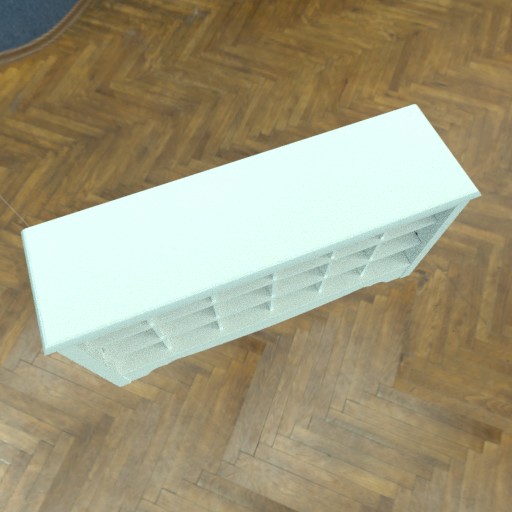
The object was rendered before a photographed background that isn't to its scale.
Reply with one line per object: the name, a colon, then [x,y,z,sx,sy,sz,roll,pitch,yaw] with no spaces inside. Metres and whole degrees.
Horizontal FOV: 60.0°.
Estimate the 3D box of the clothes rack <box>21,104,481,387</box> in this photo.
clothes rack: [0.000,0.000,1.345,1.120,0.531,0.324,-20,67,-9]
